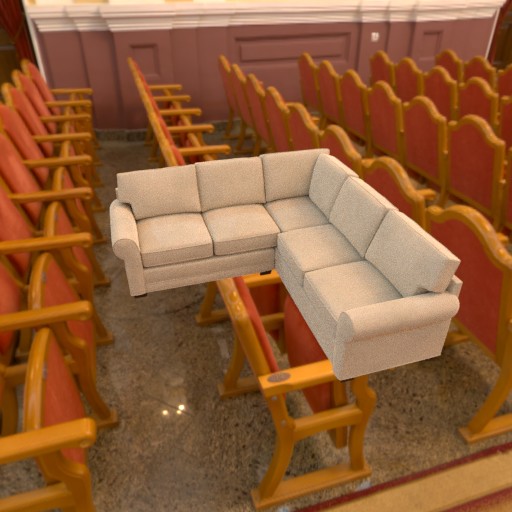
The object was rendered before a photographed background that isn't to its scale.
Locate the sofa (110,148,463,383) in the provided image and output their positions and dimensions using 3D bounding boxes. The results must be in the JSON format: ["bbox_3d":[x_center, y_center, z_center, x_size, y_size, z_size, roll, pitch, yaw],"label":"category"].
[{"bbox_3d":[0.000,0.000,4.061,2.487,1.054,2.569,-10,34,-14],"label":"sofa"}]
